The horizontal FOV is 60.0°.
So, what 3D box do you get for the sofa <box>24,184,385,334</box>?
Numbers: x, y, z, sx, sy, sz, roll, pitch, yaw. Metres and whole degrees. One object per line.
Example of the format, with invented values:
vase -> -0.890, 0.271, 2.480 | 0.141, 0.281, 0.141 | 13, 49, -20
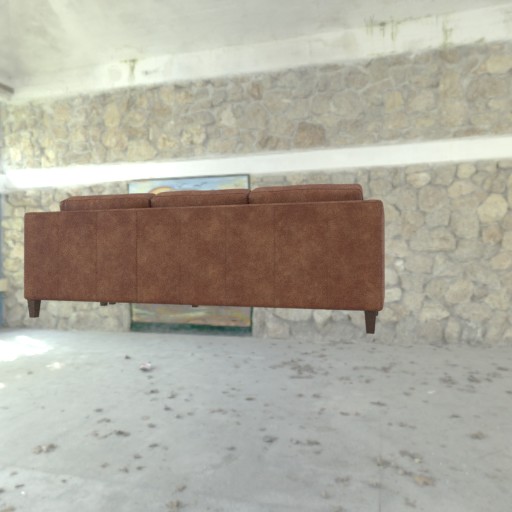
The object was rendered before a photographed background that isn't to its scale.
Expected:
sofa -> 0.000, 0.000, 4.367 | 2.452, 0.888, 3.324 | 0, 0, 17
